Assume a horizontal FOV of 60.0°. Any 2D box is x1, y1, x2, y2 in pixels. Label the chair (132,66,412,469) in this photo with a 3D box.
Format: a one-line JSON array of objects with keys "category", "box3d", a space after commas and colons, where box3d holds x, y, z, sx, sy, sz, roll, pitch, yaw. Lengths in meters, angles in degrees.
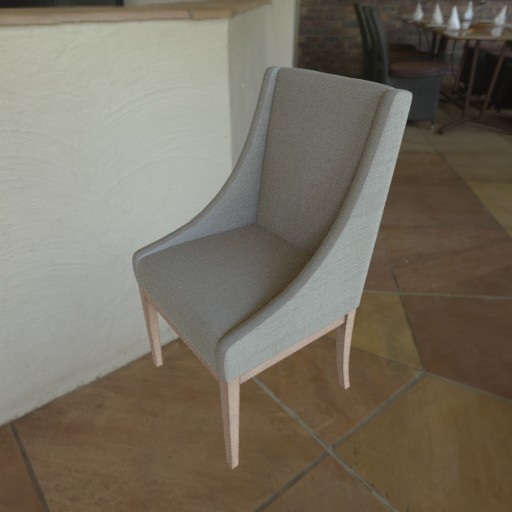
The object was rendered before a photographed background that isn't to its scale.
[{"category": "chair", "box3d": [0.000, 0.000, 1.397, 0.611, 1.021, 0.575, -20, 37, -30]}]
